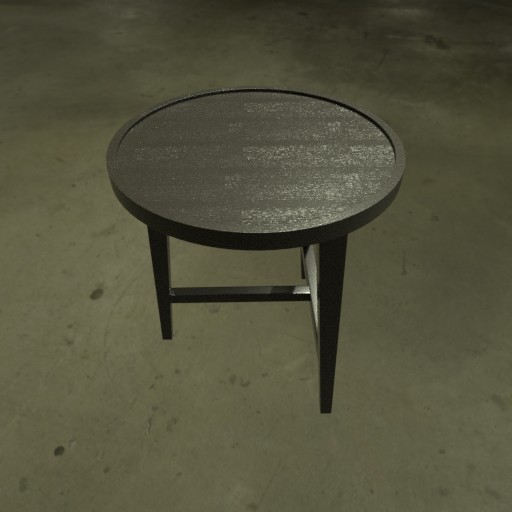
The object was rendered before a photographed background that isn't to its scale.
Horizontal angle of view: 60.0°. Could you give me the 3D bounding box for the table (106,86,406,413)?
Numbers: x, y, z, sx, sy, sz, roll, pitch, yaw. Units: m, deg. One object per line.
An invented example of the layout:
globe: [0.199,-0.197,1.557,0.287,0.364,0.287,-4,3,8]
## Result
table: [0.000,0.000,0.938,0.500,0.531,0.500,0,42,0]
